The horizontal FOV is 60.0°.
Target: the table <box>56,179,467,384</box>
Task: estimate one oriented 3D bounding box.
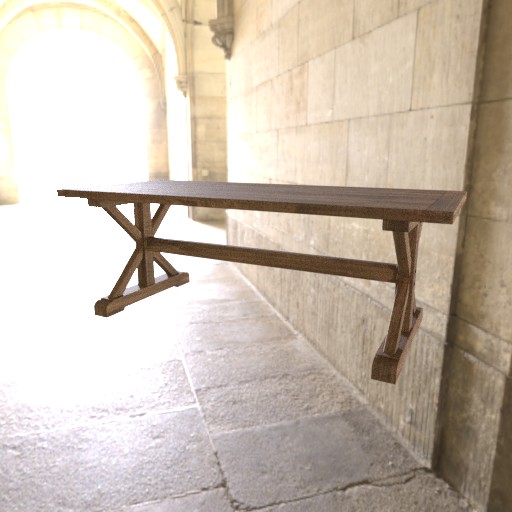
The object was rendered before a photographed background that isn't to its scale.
[{"bbox_3d":[0.000,0.000,2.481,2.031,0.733,0.907,7,15,27],"label":"table"}]
